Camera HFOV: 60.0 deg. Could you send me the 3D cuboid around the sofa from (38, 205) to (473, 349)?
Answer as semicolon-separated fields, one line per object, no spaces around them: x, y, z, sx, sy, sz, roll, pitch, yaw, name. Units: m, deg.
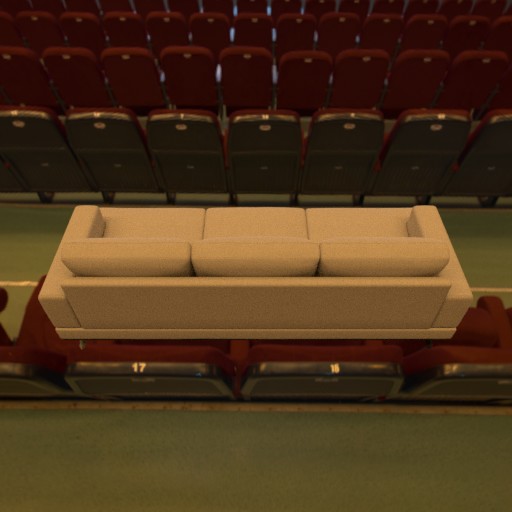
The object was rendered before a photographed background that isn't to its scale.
0.000;0.000;2.747;2.310;0.810;0.920;0;48;0;sofa
